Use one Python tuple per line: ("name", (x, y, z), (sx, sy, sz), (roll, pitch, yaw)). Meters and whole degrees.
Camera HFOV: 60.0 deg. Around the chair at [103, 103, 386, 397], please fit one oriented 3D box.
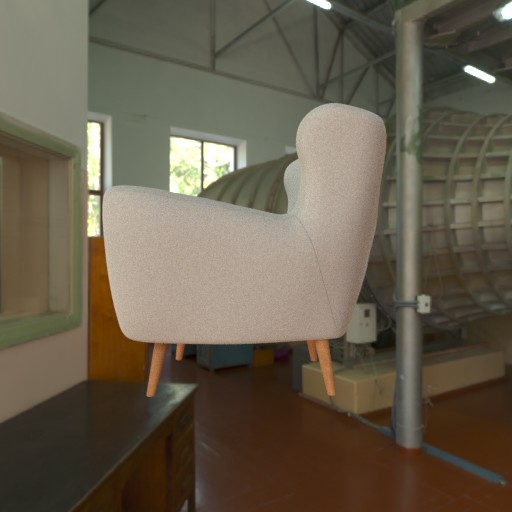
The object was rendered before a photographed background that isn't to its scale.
("chair", (0.000, 0.000, 1.652), (0.889, 0.889, 0.890), (0, 0, 0))
